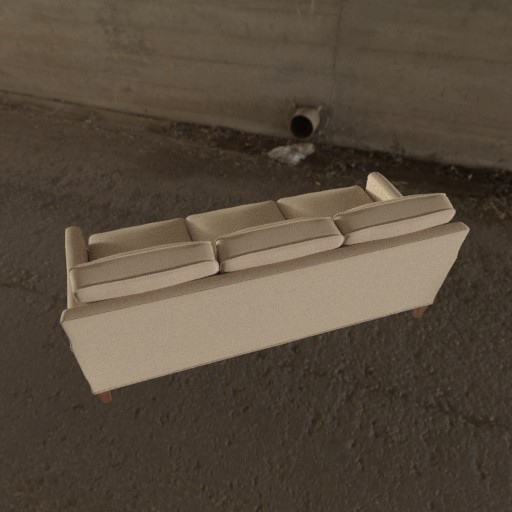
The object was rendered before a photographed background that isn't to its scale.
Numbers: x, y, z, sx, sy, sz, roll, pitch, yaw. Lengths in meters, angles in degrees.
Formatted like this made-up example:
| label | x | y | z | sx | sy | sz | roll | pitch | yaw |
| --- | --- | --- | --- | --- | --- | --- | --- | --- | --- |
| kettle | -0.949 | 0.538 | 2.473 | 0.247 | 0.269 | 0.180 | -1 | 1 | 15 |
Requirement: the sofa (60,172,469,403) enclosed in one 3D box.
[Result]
| label | x | y | z | sx | sy | sz | roll | pitch | yaw |
| --- | --- | --- | --- | --- | --- | --- | --- | --- | --- |
| sofa | 0.000 | 0.000 | 2.811 | 2.246 | 1.003 | 1.084 | -12 | 43 | -13 |
